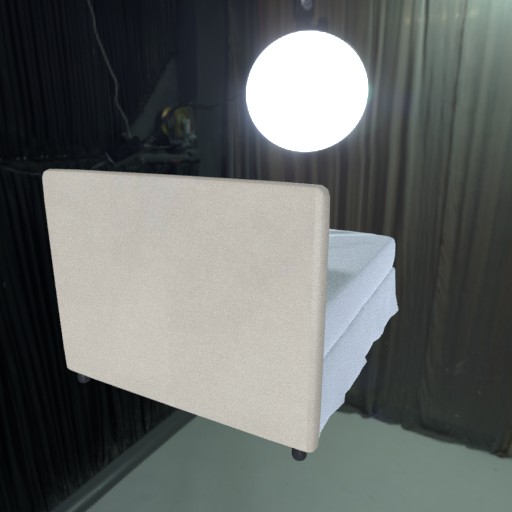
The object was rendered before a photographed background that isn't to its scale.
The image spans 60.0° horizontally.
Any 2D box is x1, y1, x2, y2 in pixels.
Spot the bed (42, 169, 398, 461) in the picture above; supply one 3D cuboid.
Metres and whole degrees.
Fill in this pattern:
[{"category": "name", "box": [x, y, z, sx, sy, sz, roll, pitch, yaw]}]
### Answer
[{"category": "bed", "box": [0.000, 0.000, 3.165, 1.723, 1.330, 2.142, 8, 18, 27]}]
